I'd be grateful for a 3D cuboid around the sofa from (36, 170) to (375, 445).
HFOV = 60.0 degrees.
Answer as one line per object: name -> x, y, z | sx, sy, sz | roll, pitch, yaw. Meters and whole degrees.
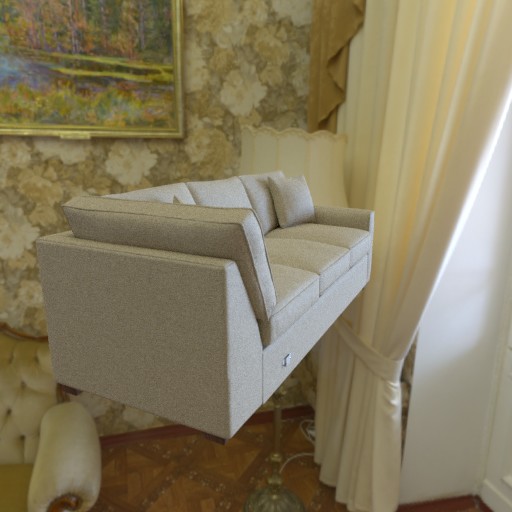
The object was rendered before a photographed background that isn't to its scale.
sofa -> 0.000, 0.000, 2.800 | 1.053, 0.948, 2.323 | 7, 16, 26
